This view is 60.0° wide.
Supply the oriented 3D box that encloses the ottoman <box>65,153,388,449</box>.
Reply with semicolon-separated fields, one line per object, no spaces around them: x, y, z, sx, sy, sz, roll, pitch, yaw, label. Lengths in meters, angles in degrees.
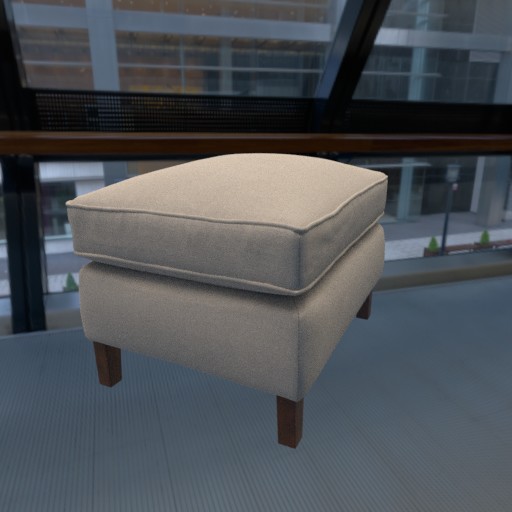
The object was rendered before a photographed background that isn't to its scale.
0.000;0.000;1.024;0.501;0.456;0.665;8;19;25;ottoman
